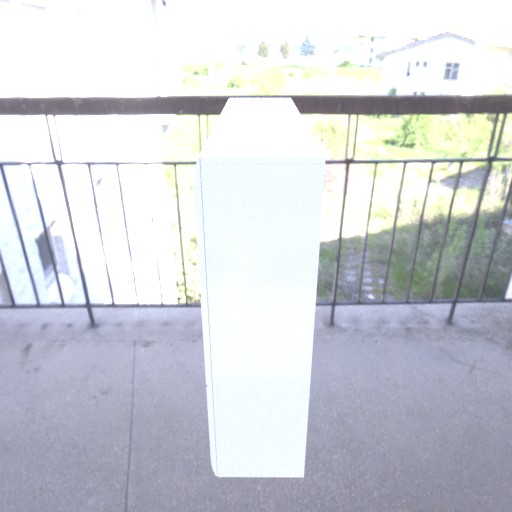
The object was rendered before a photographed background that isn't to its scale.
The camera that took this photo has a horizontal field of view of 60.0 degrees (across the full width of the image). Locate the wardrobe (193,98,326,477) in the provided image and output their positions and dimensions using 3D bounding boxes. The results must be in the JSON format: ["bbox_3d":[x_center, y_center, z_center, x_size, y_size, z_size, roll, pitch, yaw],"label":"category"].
[{"bbox_3d":[0.000,0.000,1.988,0.360,1.200,1.340,0,26,0],"label":"wardrobe"}]
